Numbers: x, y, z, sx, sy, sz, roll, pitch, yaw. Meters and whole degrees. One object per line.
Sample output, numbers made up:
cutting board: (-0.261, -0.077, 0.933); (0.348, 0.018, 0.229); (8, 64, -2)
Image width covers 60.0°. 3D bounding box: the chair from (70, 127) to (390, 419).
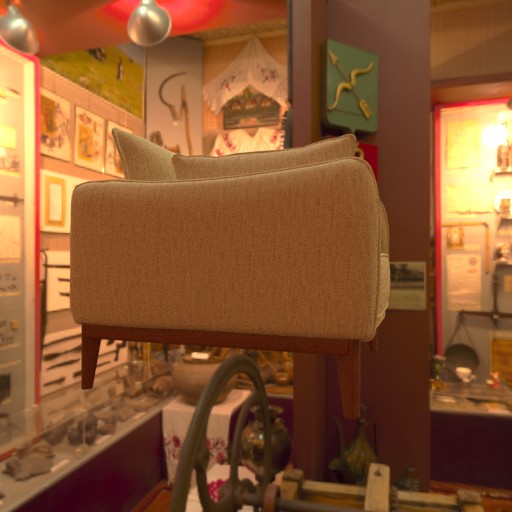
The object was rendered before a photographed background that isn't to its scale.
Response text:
chair: (0.000, 0.000, 1.715); (0.991, 0.855, 0.994); (0, 0, 18)
